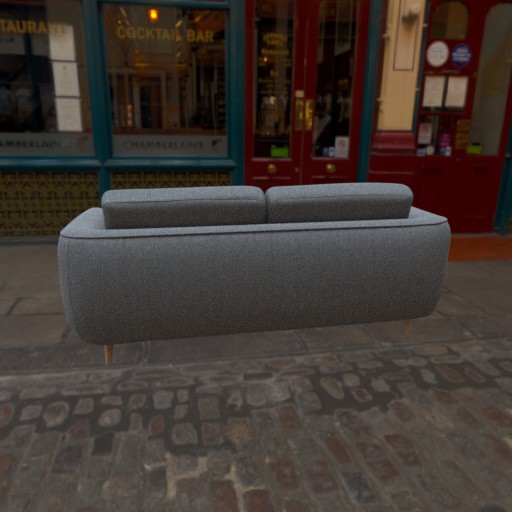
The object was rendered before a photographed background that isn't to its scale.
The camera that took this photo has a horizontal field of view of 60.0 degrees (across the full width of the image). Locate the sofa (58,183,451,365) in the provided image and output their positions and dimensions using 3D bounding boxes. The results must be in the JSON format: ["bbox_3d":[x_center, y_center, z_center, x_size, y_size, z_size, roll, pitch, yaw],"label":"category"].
[{"bbox_3d":[0.000,0.000,2.549,2.000,0.870,0.920,-3,16,-10],"label":"sofa"}]
